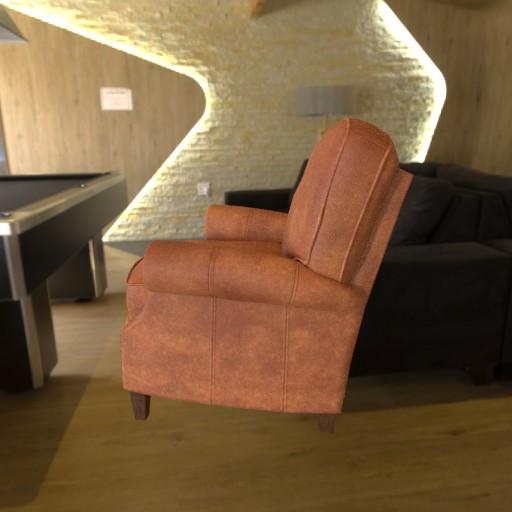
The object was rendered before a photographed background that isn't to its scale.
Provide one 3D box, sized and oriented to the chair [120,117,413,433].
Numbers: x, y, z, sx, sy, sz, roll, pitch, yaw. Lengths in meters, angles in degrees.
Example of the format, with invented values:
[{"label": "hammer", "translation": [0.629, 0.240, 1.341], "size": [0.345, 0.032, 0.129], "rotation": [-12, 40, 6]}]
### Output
[{"label": "chair", "translation": [0.000, 0.000, 1.717], "size": [0.986, 1.018, 0.936], "rotation": [2, 15, 7]}]
